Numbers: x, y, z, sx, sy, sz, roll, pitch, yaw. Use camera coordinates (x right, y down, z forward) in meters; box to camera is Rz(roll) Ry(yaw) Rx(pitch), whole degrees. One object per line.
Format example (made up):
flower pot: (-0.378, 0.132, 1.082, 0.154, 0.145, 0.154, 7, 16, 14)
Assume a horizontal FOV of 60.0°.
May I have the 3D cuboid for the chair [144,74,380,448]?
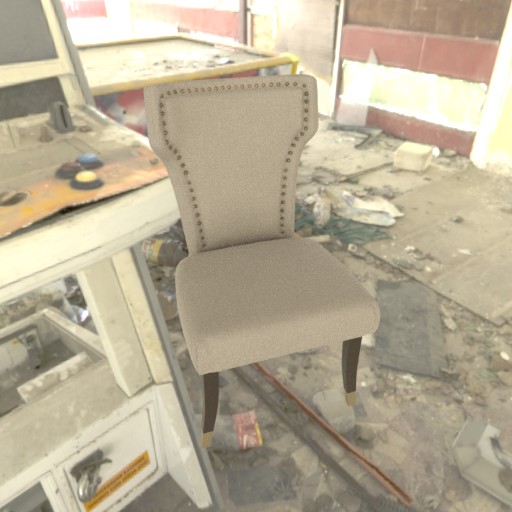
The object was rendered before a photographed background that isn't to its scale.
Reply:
chair: (0.000, 0.000, 1.350, 0.526, 0.950, 0.630, -10, 34, -15)
